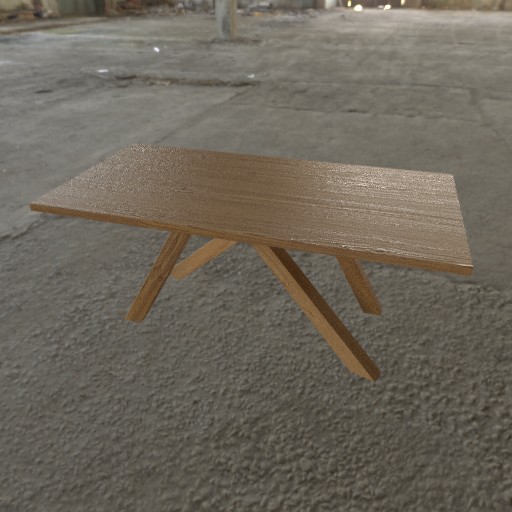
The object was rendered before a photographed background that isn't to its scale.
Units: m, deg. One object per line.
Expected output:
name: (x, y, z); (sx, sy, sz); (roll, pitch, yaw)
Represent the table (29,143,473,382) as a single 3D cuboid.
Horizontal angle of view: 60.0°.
table: (0.000, 0.000, 2.275); (1.797, 0.750, 0.901); (9, 33, 14)
